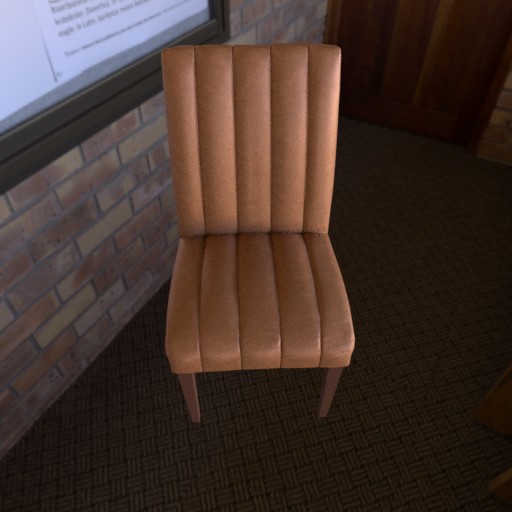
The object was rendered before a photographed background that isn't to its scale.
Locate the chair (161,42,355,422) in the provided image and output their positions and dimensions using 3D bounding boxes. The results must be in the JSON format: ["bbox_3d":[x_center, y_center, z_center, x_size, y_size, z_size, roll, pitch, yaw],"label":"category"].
[{"bbox_3d":[0.000,0.000,1.340,0.511,1.016,0.647,-2,46,-2],"label":"chair"}]
